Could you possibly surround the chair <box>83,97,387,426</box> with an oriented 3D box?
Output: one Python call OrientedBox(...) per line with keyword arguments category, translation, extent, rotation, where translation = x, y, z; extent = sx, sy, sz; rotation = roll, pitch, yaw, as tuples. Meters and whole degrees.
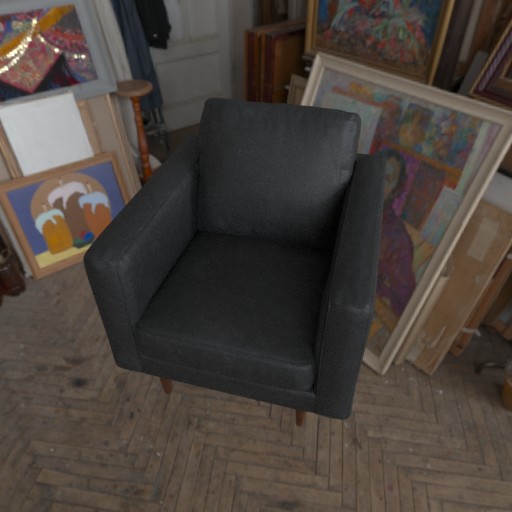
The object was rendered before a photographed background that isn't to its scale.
OrientedBox(category="chair", translation=(0.000, 0.000, 1.612), extent=(0.831, 0.898, 0.879), rotation=(10, 40, 11))
